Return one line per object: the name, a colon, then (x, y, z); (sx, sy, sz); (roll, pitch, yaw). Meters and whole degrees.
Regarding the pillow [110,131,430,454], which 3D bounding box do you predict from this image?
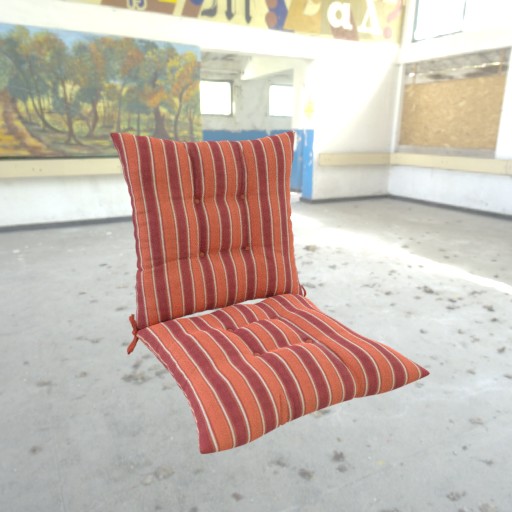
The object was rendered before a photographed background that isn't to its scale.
pillow: (0.000, 0.000, 0.990); (0.541, 0.536, 0.585); (-8, 18, -27)
